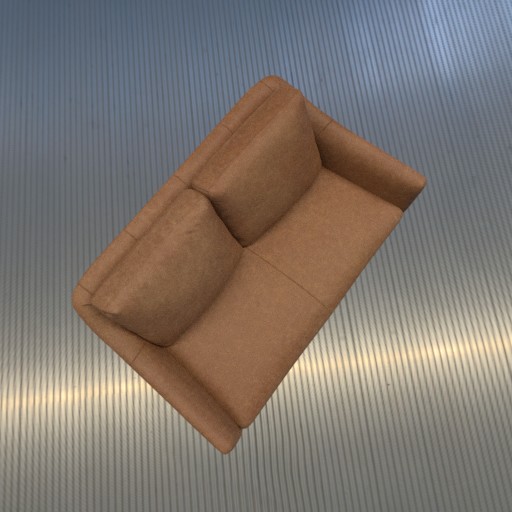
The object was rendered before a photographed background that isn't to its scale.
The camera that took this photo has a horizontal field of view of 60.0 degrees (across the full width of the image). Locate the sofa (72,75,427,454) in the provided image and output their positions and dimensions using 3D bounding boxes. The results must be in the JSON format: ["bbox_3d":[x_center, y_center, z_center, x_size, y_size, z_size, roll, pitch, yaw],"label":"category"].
[{"bbox_3d":[0.000,0.000,2.251,0.960,0.902,1.619,37,78,9],"label":"sofa"}]
